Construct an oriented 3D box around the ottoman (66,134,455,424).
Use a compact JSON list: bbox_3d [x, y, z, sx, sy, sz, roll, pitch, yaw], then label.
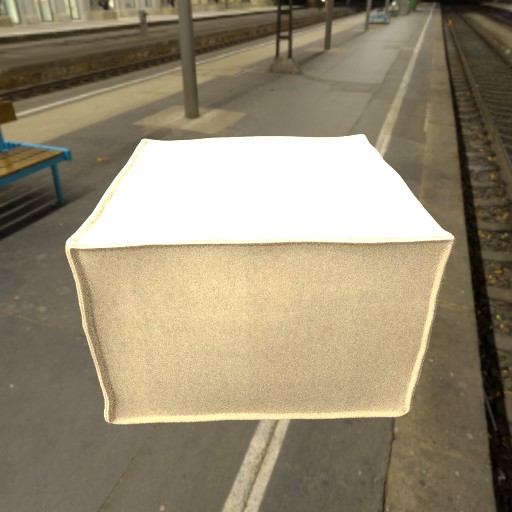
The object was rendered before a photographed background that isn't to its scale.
[{"bbox_3d":[0.000,0.000,1.143,0.707,0.470,0.696,-1,31,-1],"label":"ottoman"}]
